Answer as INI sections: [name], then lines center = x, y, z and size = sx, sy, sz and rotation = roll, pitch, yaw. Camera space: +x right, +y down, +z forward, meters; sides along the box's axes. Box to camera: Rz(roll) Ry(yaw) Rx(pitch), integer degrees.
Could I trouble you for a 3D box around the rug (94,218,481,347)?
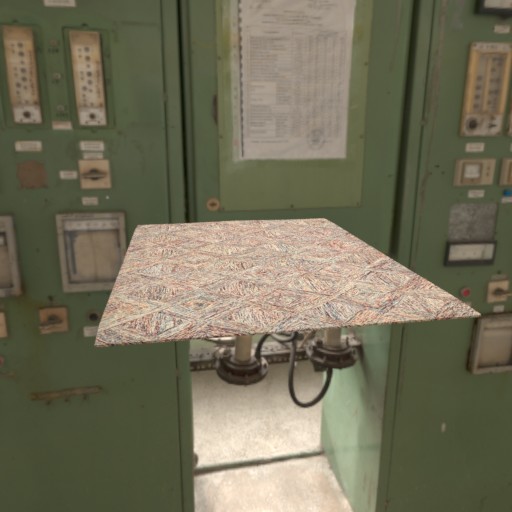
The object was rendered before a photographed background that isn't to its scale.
[rug]
center = 0.000, 0.000, 4.188
size = 2.436, 0.024, 3.226
rotation = -3, 17, -10
